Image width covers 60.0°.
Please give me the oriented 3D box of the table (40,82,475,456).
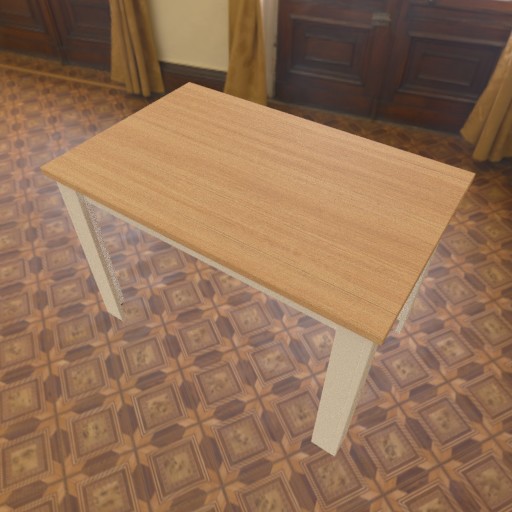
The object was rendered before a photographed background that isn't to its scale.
[{"bbox_3d":[0.000,0.000,1.587,1.100,0.734,0.700,26,51,23],"label":"table"}]
